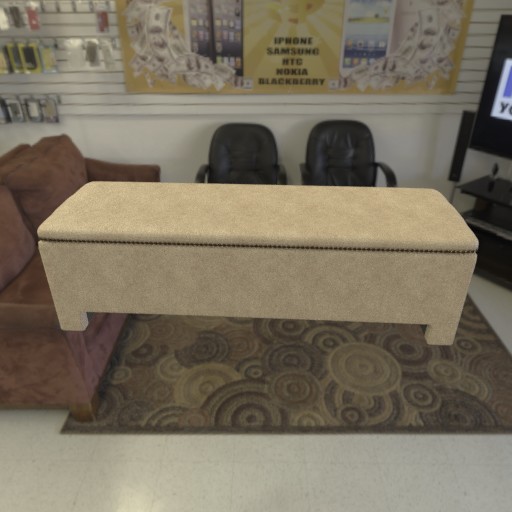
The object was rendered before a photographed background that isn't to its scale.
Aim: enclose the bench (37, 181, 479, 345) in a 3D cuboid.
[{"bbox_3d":[0.000,0.000,1.741,1.482,0.447,0.470,2,30,3],"label":"bench"}]
